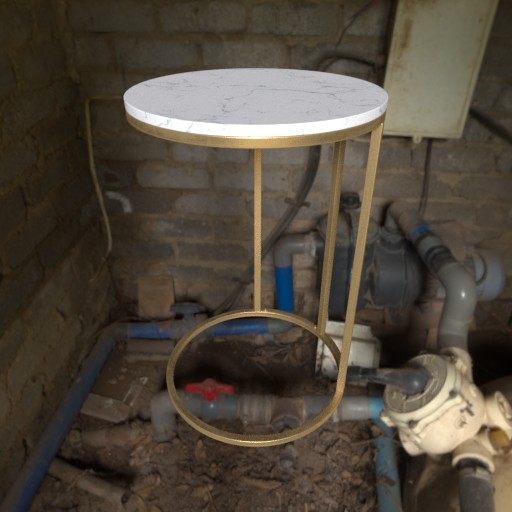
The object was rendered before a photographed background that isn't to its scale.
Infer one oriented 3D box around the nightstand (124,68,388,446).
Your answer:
[{"bbox_3d":[0.000,0.000,0.851,0.400,0.610,0.400,-19,37,-28],"label":"nightstand"}]
